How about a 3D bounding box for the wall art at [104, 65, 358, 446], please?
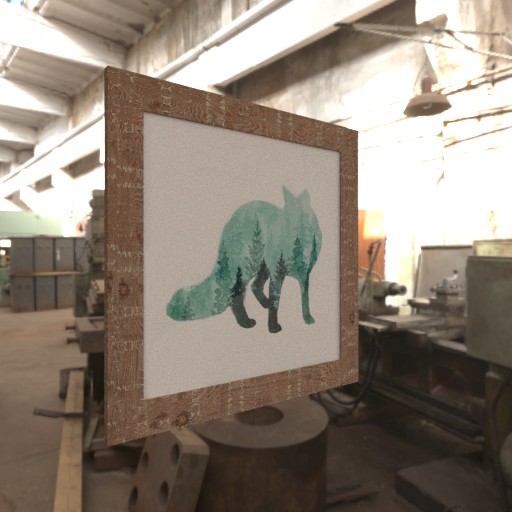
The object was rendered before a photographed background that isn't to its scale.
[{"bbox_3d":[0.000,0.000,0.567,0.384,0.384,0.012,0,0,-37],"label":"wall art"}]
